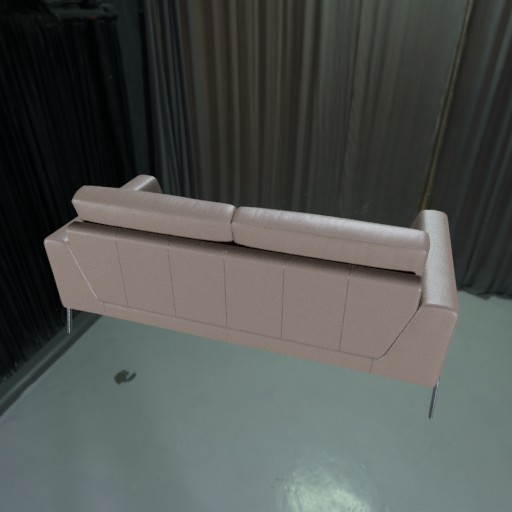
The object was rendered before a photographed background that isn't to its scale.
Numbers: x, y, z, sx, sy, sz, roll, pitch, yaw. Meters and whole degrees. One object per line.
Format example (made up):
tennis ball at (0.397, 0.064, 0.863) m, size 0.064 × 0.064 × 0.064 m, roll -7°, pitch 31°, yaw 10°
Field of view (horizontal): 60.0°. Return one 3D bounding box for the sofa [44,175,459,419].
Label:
sofa at (0.000, 0.000, 2.480) m, size 2.017 × 0.875 × 0.953 m, roll 9°, pitch 32°, yaw 15°
